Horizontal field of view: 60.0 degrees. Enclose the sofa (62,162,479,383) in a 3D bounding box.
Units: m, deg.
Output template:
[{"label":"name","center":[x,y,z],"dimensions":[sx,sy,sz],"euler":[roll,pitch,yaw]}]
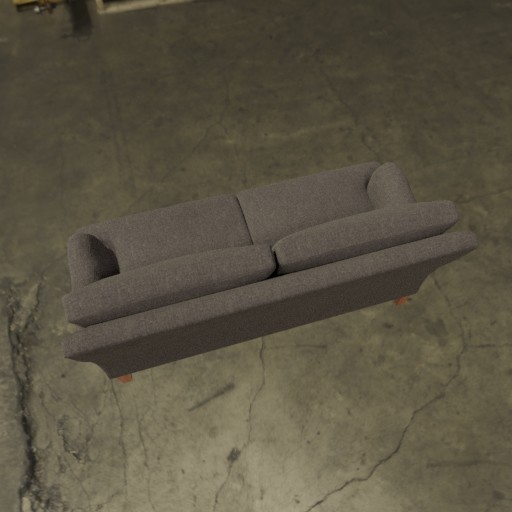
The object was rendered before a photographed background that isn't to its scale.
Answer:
[{"label":"sofa","center":[0.000,0.000,2.756],"dimensions":[2.160,1.054,1.087],"euler":[-14,58,-9]}]
